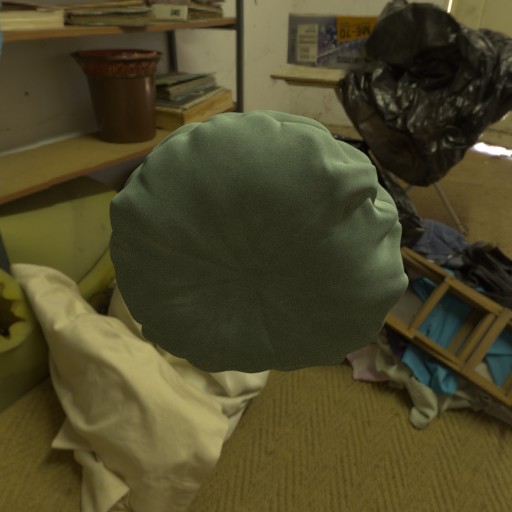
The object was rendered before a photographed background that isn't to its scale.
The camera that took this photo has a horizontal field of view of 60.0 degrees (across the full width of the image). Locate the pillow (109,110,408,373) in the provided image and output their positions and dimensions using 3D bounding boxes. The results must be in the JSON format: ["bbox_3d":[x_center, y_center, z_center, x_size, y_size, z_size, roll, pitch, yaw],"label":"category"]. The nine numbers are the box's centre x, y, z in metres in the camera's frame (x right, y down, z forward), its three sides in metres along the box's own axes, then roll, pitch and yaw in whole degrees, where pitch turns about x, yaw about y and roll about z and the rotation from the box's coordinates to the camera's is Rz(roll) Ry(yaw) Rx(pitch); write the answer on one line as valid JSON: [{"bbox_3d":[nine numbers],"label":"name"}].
[{"bbox_3d":[0.000,0.000,0.647,0.428,0.407,0.148,2,31,4],"label":"pillow"}]
